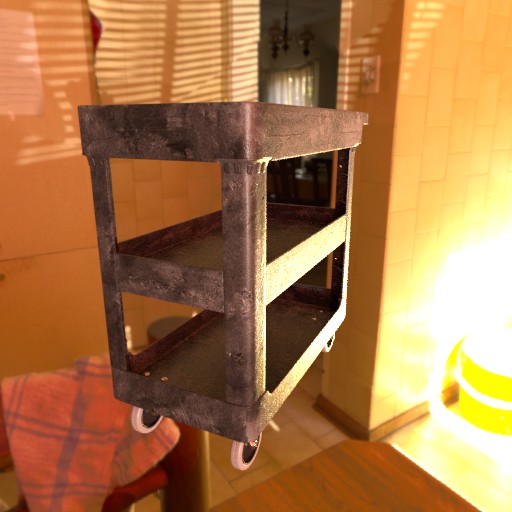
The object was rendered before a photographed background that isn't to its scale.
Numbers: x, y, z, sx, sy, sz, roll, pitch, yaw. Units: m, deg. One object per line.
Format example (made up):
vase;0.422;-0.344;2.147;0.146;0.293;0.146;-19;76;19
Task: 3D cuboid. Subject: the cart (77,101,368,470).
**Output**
cart;0.000;0.000;1.316;0.420;0.824;0.877;8;18;25
